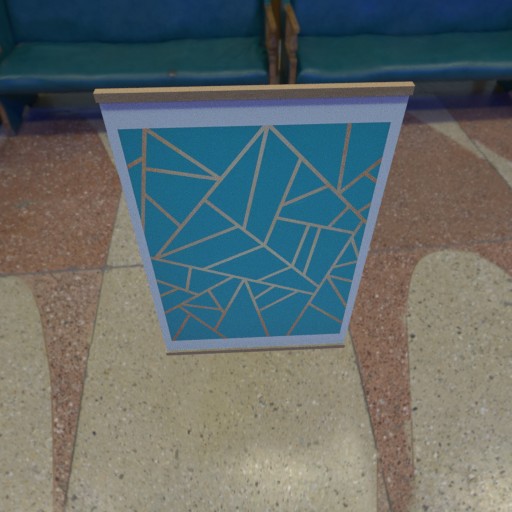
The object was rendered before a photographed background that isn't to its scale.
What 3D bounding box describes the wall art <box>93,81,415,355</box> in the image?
[{"bbox_3d":[0.000,0.000,1.925,0.990,1.519,0.030,-2,47,-2],"label":"wall art"}]
